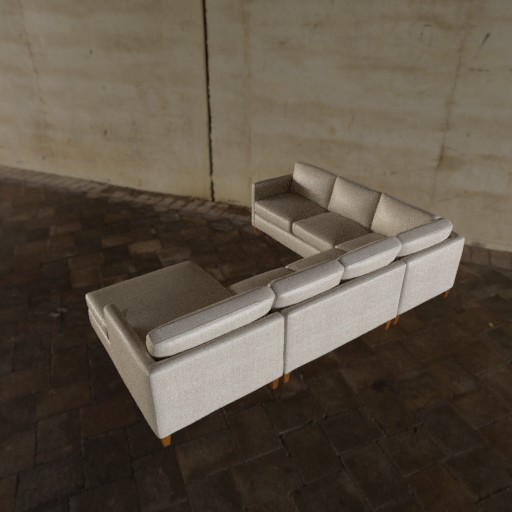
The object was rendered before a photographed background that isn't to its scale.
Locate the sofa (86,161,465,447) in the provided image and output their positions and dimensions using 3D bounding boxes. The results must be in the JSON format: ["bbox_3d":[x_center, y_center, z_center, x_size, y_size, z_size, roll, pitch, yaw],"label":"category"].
[{"bbox_3d":[0.000,0.000,4.692,3.460,0.961,2.594,-19,34,-30],"label":"sofa"}]
